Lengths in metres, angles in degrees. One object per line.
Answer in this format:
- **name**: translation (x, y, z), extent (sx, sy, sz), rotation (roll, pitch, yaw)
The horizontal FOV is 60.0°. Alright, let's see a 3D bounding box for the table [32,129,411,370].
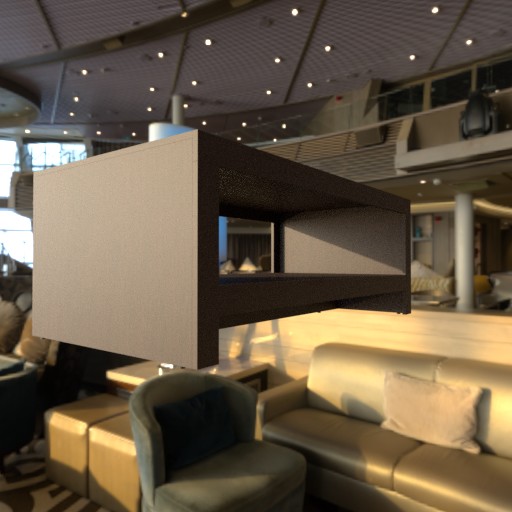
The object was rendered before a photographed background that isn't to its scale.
- **table**: translation (0.000, 0.000, 1.389), extent (0.597, 0.424, 1.099), rotation (-1, -1, 38)
